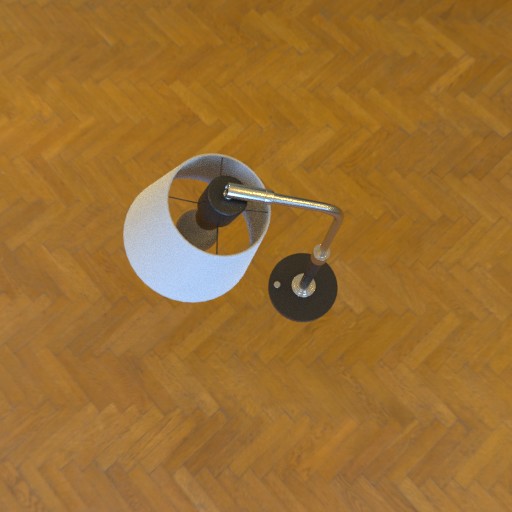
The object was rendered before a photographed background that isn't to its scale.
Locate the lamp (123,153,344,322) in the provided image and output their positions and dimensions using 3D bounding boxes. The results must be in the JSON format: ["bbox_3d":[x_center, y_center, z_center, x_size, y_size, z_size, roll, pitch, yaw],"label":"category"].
[{"bbox_3d":[0.000,0.000,0.705,0.348,0.539,0.181,1,75,0],"label":"lamp"}]
